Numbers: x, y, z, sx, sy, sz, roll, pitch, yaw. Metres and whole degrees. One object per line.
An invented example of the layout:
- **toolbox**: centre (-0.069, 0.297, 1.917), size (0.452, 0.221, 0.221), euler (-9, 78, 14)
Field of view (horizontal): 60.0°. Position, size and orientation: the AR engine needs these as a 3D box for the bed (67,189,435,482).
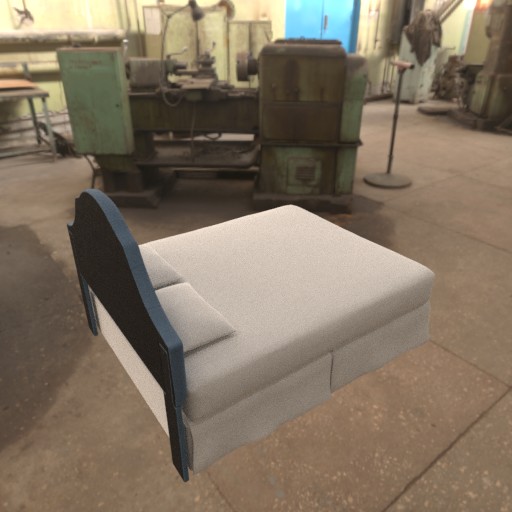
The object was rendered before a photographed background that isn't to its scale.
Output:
- **bed**: centre (0.000, 0.000, 3.728), size (2.477, 1.617, 2.039), euler (-18, 33, -31)
